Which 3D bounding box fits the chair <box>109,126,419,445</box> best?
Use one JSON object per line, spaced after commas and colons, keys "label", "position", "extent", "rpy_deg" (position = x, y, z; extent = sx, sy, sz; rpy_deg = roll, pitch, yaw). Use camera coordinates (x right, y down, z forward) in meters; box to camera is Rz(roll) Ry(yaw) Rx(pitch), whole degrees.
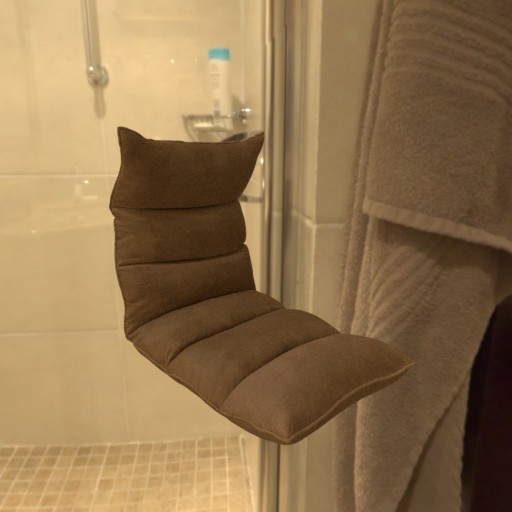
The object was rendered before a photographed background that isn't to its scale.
{"label": "chair", "position": [0.000, 0.000, 1.591], "extent": [0.714, 0.892, 0.985], "rpy_deg": [-13, 19, -42]}
